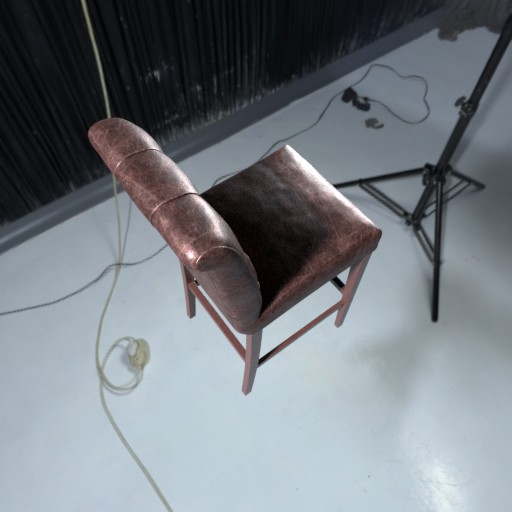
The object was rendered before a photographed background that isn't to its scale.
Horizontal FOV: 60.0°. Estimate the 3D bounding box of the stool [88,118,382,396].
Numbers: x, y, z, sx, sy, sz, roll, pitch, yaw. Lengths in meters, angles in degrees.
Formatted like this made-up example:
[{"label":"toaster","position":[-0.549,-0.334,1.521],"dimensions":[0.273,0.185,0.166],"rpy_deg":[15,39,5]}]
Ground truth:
[{"label":"stool","position":[0.000,0.000,1.504],"dimensions":[0.659,1.168,0.483],"rpy_deg":[-32,63,-18]}]
